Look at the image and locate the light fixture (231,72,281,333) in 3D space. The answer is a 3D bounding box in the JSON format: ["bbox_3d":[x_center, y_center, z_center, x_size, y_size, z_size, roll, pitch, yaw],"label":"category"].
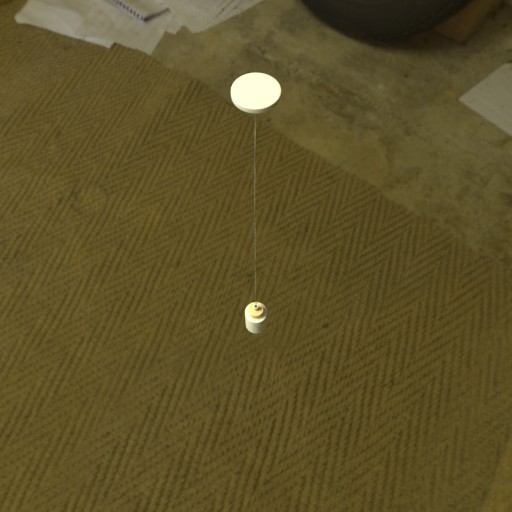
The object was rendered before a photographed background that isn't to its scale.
[{"bbox_3d":[0.000,0.000,1.895,0.125,1.798,0.125,16,64,8],"label":"light fixture"}]
